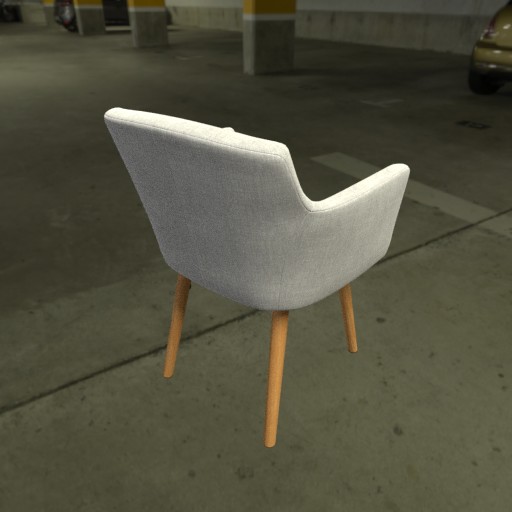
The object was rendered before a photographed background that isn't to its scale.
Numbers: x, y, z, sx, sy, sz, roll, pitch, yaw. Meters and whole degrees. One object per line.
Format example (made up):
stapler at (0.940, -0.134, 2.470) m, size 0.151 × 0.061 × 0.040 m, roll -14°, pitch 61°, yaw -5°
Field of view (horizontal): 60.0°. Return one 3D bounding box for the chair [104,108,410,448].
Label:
chair at (0.000, 0.000, 1.145) m, size 0.570 × 0.780 × 0.540 m, roll 22°, pitch 37°, yaw 33°
